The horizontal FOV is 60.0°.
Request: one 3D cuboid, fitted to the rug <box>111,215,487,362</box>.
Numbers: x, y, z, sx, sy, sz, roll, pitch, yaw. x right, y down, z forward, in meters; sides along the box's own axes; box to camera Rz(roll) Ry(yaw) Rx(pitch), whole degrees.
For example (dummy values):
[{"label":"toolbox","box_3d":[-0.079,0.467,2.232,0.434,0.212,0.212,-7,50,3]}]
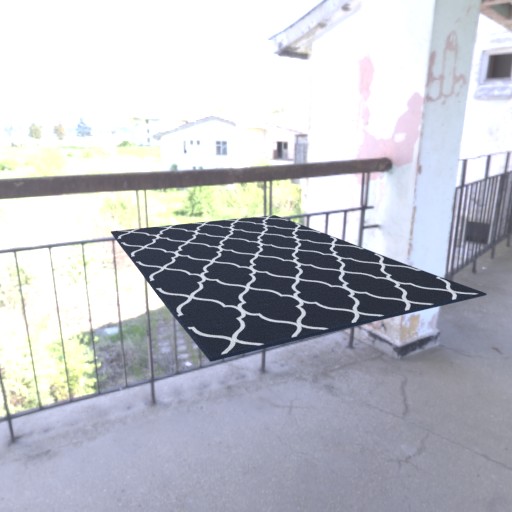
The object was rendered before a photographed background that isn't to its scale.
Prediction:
[{"label":"rug","box_3d":[0.000,0.000,2.939,1.526,0.014,2.290,-8,18,-25]}]
